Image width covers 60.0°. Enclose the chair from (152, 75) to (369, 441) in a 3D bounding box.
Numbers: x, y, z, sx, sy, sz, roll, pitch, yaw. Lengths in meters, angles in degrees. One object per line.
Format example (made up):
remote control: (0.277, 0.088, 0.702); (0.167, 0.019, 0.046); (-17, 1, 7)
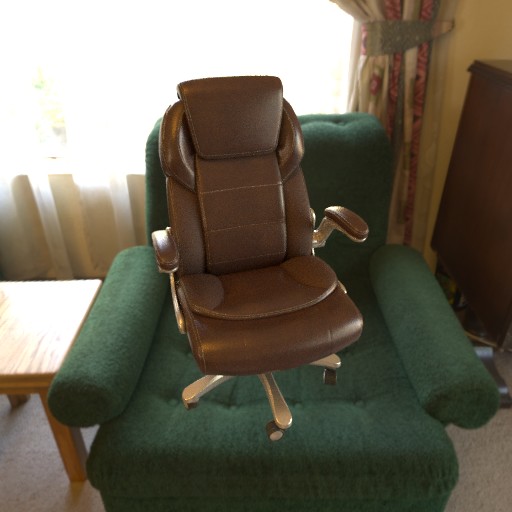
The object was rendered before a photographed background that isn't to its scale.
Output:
chair: (0.000, 0.000, 1.646); (0.733, 1.160, 0.774); (-9, 32, -15)
